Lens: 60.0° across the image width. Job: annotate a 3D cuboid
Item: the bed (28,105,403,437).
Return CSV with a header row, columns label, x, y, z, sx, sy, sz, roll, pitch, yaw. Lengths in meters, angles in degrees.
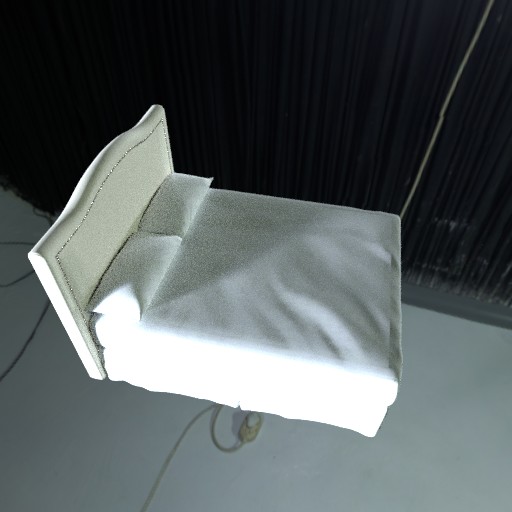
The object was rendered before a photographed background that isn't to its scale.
label,x,y,z,sx,sy,sz,roll,pitch,yaw
bed,0.000,0.000,3.241,2.143,1.460,1.753,9,46,9
